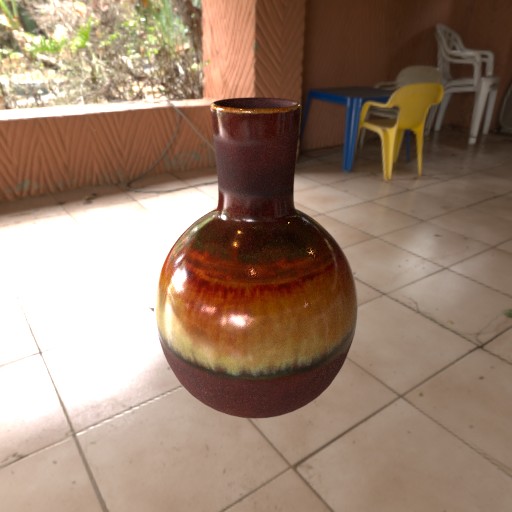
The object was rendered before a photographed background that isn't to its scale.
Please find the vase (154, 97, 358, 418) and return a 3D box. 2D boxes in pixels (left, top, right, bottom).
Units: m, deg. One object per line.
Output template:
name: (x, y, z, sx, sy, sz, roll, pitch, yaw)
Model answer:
vase: (0.000, 0.000, 0.234, 0.111, 0.154, 0.111, 0, 26, 0)
